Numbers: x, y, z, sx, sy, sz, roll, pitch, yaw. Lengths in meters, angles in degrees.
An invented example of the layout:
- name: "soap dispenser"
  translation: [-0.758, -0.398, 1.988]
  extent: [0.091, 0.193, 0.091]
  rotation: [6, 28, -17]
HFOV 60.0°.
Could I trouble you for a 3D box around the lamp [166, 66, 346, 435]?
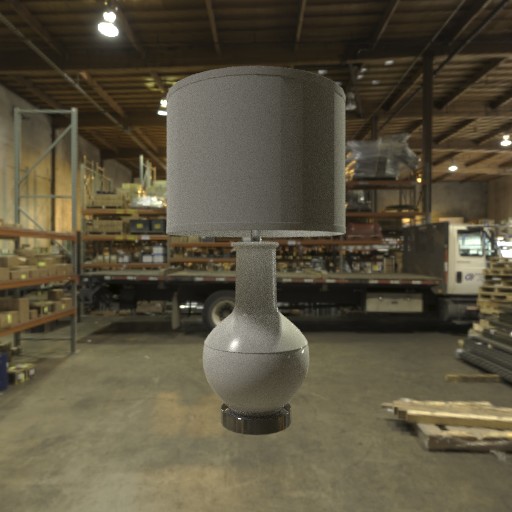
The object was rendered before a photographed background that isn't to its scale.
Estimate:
- name: "lamp"
  translation: [0.000, 0.000, 0.900]
  extent: [0.357, 0.673, 0.357]
  rotation: [0, 1, 0]
